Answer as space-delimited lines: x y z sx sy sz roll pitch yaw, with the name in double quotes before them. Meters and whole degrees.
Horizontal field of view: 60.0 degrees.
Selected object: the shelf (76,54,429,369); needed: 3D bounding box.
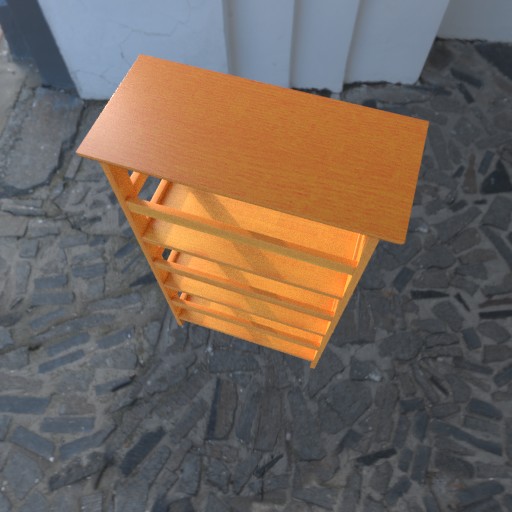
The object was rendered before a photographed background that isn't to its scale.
"shelf" 0.000 0.000 1.380 0.660 1.067 0.305 16 64 8
